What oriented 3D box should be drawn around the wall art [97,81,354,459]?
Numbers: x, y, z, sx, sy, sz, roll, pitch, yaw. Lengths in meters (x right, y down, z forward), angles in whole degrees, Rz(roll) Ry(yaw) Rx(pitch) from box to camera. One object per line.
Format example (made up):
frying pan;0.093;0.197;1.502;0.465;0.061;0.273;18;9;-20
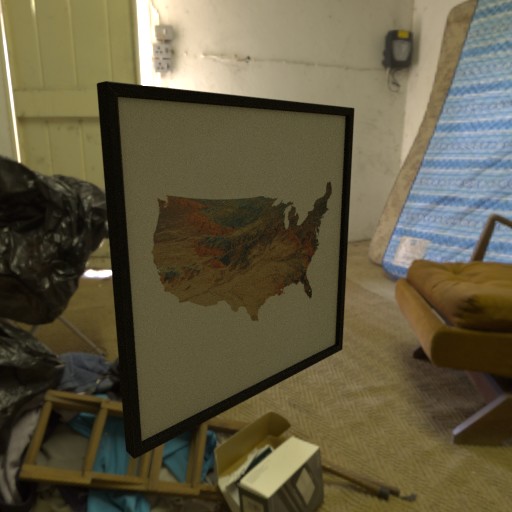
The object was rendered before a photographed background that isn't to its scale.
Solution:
wall art;0.000;0.000;0.450;0.304;0.303;0.015;-13;19;-43
